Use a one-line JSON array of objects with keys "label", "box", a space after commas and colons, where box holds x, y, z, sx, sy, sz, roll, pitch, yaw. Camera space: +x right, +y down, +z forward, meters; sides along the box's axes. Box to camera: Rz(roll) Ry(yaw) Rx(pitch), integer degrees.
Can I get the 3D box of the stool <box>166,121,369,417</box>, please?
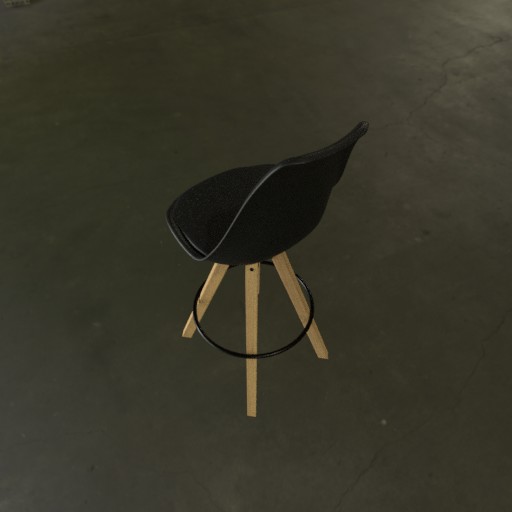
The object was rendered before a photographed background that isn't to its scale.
[{"label": "stool", "box": [0.000, 0.000, 1.456, 0.485, 1.115, 0.550, -31, 54, -26]}]
